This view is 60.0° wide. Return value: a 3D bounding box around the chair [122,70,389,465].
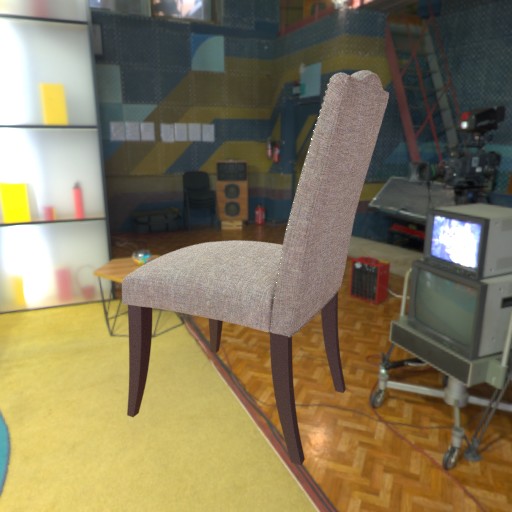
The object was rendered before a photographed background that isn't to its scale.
[{"bbox_3d":[0.000,0.000,1.356,0.660,1.016,0.513,8,17,26],"label":"chair"}]
